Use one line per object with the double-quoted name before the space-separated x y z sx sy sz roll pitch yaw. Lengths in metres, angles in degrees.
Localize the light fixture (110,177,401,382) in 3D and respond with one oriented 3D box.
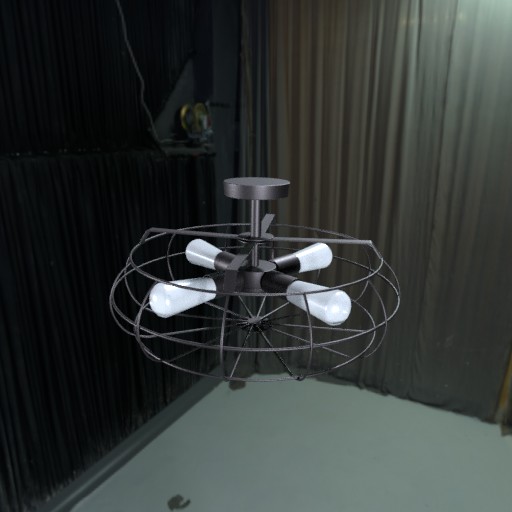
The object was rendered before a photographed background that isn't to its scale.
"light fixture" 0.000 0.000 0.919 0.582 0.311 0.582 0 16 0
